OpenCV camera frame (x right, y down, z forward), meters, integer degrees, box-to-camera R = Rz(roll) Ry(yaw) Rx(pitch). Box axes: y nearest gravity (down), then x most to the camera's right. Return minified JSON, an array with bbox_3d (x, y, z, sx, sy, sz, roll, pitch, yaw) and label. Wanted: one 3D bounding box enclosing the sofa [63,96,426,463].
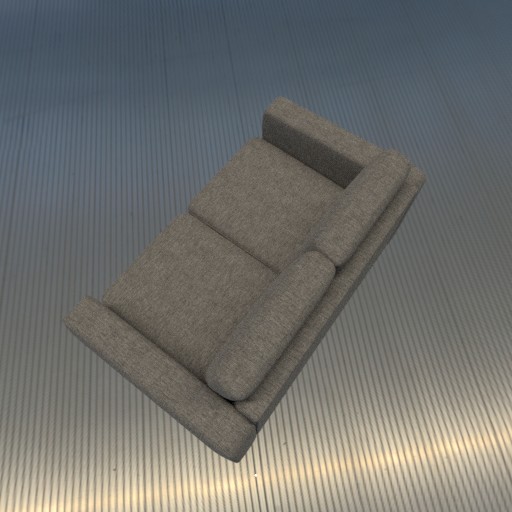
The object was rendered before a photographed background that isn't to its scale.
[{"bbox_3d":[0.000,0.000,2.046,0.900,0.800,1.520,33,68,15],"label":"sofa"}]
